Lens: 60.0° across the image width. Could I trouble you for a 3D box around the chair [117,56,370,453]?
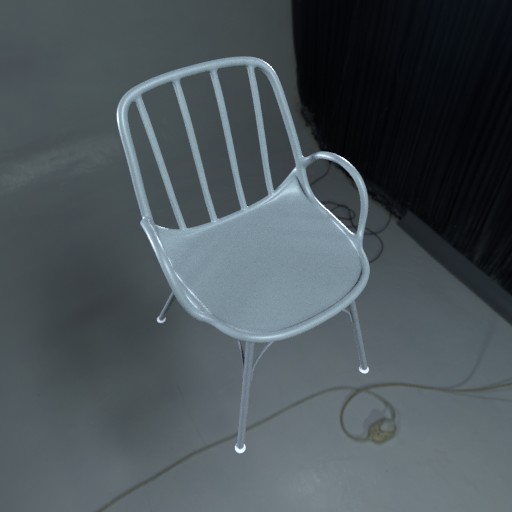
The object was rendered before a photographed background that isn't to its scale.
[{"bbox_3d":[0.000,0.000,1.196,0.549,0.816,0.597,-25,52,-21],"label":"chair"}]
